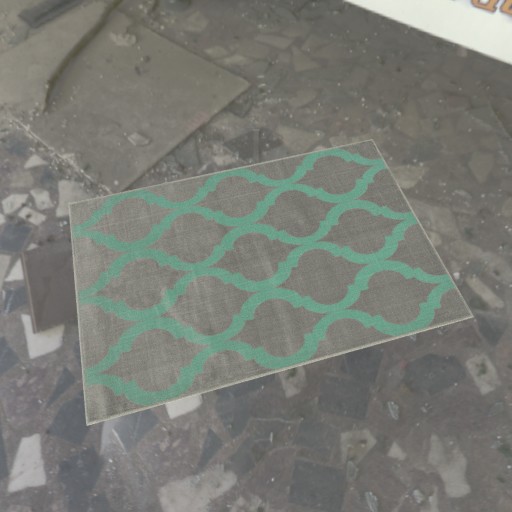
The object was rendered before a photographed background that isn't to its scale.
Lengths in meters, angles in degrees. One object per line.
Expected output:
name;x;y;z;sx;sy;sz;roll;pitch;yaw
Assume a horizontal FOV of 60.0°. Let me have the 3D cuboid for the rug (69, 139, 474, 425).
rug;0.000;0.000;2.874;2.286;0.006;1.524;-14;60;-8
